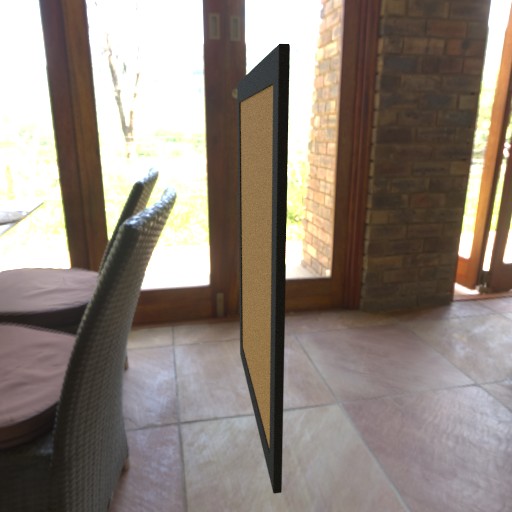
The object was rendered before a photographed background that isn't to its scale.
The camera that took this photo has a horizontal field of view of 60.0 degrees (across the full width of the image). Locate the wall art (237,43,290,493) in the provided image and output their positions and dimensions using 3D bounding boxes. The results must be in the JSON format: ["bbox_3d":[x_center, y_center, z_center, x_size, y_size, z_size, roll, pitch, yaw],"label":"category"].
[{"bbox_3d":[0.000,0.000,0.675,0.012,0.529,0.374,-2,16,-8],"label":"wall art"}]
